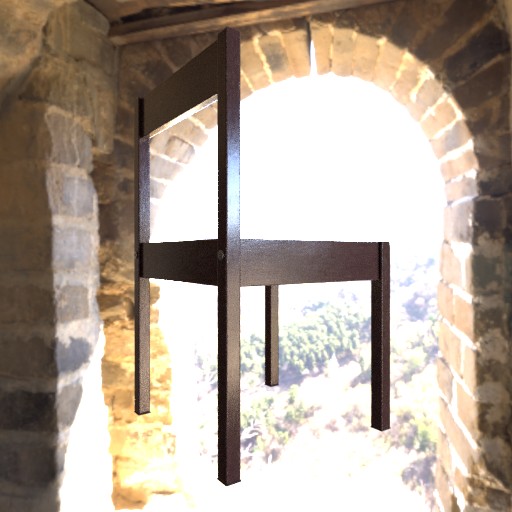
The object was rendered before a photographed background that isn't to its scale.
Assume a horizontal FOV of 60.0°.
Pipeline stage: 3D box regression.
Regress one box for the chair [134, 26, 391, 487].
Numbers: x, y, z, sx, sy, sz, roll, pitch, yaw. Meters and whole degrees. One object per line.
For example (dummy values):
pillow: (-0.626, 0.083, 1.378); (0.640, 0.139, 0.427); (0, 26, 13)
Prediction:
chair: (0.000, 0.000, 0.682); (0.285, 0.505, 0.285); (0, 0, -35)
